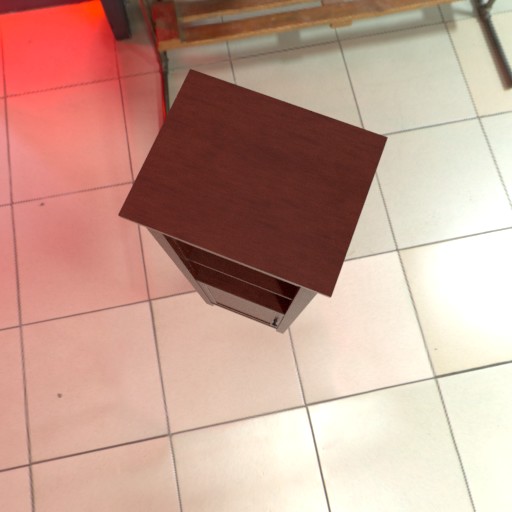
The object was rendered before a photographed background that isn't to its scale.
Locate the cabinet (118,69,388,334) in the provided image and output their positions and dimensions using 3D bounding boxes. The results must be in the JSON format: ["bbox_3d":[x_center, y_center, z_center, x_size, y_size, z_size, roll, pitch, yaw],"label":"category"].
[{"bbox_3d":[0.000,0.000,1.739,0.500,1.518,0.401,21,77,5],"label":"cabinet"}]
